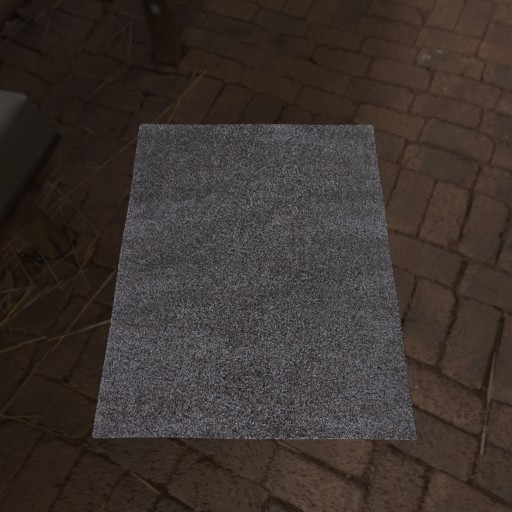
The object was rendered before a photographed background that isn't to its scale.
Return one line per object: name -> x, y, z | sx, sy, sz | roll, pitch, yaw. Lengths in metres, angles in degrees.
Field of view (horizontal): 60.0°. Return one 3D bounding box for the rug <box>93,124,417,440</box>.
rug -> 0.000, 0.000, 3.925 | 2.401, 0.025, 3.000 | 0, 64, 0
